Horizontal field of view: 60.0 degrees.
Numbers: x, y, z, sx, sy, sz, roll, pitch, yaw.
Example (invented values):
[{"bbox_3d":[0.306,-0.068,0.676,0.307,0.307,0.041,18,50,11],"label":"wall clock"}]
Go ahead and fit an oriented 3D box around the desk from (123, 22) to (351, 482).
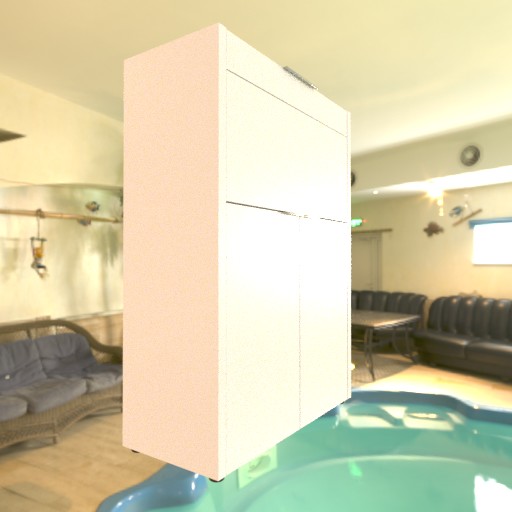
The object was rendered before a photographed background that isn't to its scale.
[{"bbox_3d":[0.000,0.000,1.583,0.390,1.190,0.850,0,-1,35],"label":"desk"}]
